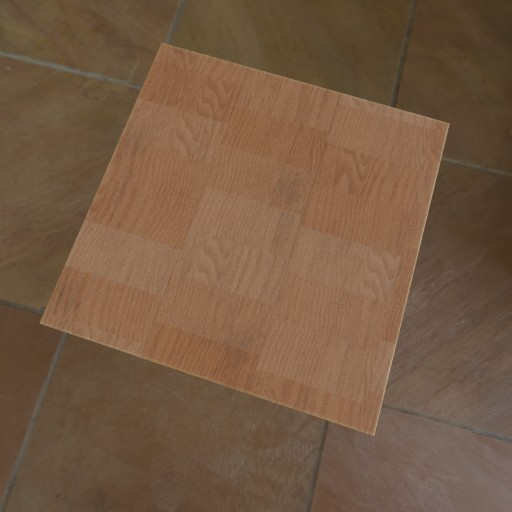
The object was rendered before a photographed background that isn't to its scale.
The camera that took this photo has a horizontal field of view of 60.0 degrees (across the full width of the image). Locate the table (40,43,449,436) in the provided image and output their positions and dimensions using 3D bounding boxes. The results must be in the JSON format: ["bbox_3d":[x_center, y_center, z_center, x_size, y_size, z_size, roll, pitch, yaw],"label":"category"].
[{"bbox_3d":[0.000,0.000,1.375,0.747,0.738,0.747,17,77,4],"label":"table"}]
